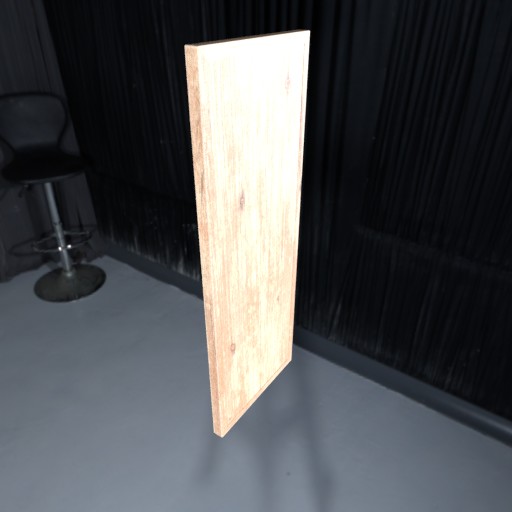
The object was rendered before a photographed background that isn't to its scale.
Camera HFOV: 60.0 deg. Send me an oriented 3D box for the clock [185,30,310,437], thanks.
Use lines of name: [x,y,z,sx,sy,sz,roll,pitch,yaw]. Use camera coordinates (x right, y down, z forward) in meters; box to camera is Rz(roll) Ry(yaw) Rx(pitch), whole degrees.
clock: [0.000,0.000,1.084,0.030,0.965,0.361,20,37,29]
